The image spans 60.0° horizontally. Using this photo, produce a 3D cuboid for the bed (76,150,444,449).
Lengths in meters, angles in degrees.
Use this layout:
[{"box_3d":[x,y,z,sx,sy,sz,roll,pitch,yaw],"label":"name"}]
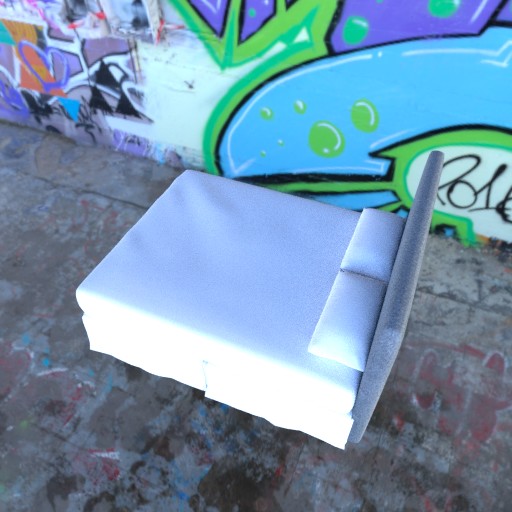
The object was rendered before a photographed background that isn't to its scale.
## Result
[{"box_3d":[0.000,0.000,3.245,2.142,1.330,1.723,17,48,16],"label":"bed"}]
